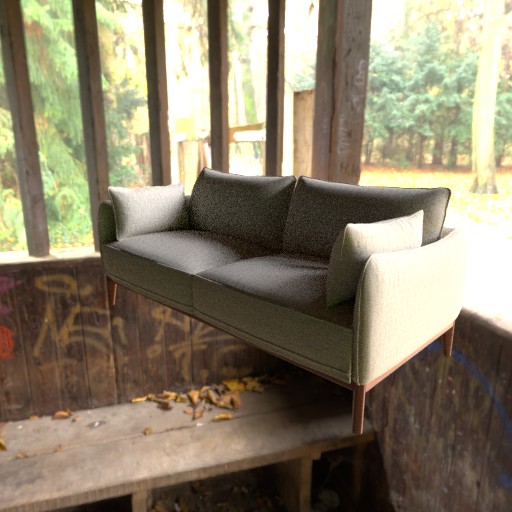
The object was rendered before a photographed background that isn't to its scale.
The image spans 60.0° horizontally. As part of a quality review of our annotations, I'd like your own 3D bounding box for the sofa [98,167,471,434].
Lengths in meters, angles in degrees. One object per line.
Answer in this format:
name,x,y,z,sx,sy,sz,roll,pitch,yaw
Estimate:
sofa,0.000,0.000,2.478,1.989,0.860,0.991,14,21,42
